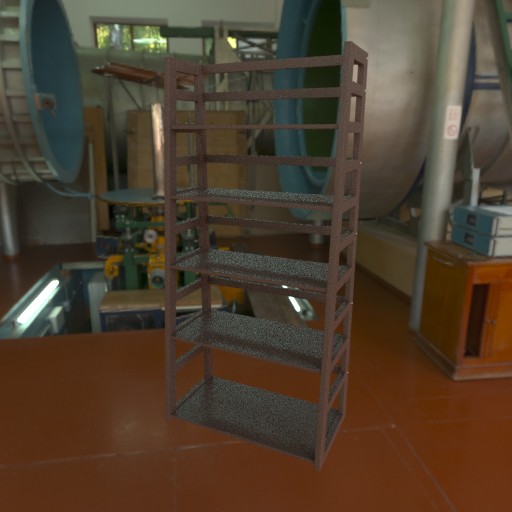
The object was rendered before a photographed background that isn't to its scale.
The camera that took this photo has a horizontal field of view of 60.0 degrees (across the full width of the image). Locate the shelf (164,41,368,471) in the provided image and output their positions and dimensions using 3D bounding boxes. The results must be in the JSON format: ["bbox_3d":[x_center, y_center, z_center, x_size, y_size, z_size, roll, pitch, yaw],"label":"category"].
[{"bbox_3d":[0.000,0.000,1.893,0.763,1.600,0.403,7,17,25],"label":"shelf"}]
